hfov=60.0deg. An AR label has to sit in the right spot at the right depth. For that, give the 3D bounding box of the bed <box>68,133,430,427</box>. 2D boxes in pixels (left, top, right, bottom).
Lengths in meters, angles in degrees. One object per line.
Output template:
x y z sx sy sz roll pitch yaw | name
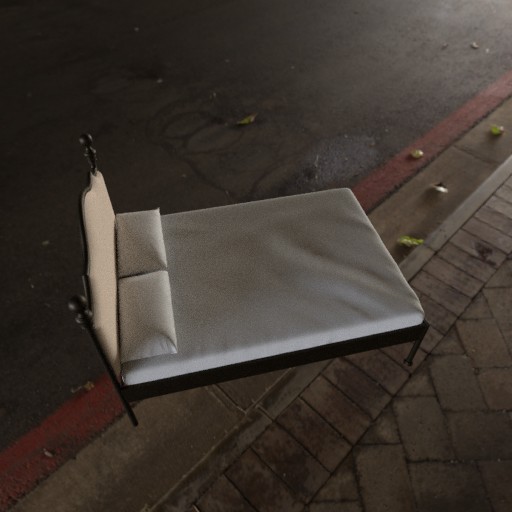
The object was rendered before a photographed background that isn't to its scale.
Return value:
0.000 0.000 3.246 2.170 1.462 1.533 -10 48 -9 | bed
